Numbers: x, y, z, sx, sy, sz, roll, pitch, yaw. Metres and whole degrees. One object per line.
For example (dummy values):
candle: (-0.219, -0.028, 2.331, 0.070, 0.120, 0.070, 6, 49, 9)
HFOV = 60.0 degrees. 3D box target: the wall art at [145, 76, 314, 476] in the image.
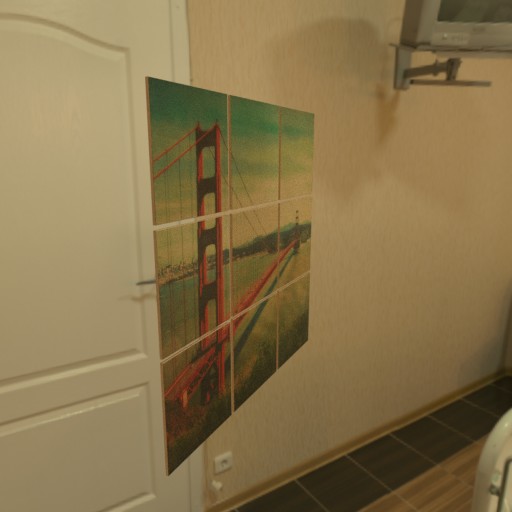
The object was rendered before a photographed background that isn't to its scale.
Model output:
wall art: (0.000, 0.000, 2.267, 0.014, 1.507, 1.519, 7, 14, 27)
